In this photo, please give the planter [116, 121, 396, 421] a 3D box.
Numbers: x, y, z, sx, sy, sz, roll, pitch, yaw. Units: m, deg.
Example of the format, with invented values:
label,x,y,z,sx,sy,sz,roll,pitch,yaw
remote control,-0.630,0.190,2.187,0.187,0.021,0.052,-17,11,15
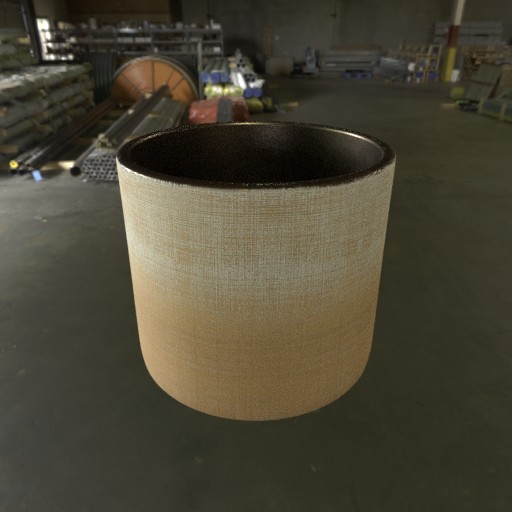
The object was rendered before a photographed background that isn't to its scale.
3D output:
label,x,y,z,sx,sy,sz,roll,pitch,yaw
planter,0.000,0.000,0.400,0.221,0.201,0.221,0,27,0
